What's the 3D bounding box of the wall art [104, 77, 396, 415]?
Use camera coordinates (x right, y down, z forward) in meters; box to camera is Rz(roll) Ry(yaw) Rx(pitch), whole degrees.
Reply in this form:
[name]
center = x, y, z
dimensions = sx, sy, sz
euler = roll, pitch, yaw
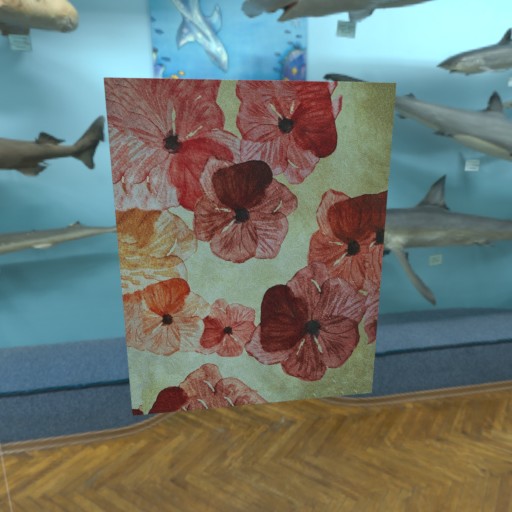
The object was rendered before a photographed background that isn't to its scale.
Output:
[wall art]
center = 0.000, 0.000, 0.689
dimensions = 0.406, 0.508, 0.028
euler = -2, 16, -9
